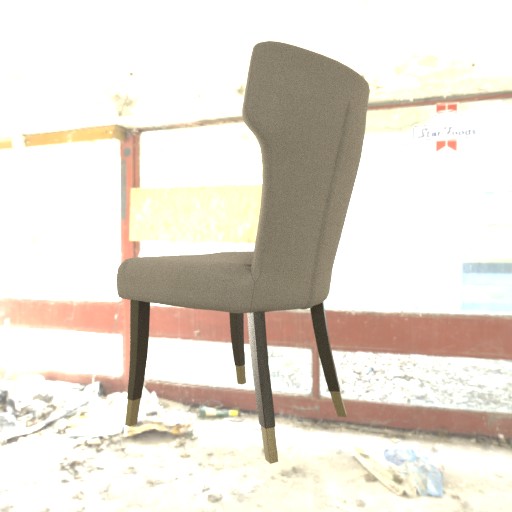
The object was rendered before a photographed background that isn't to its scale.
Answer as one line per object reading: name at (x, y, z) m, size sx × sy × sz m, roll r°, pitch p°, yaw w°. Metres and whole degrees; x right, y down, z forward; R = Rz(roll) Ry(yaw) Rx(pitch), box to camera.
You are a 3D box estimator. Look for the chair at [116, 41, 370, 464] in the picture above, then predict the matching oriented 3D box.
chair at (0.000, 0.000, 1.280) m, size 0.630 × 0.950 × 0.526 m, roll 0°, pitch 1°, yaw 38°
